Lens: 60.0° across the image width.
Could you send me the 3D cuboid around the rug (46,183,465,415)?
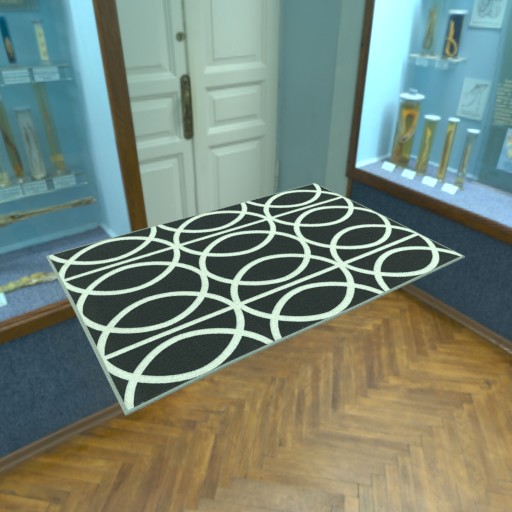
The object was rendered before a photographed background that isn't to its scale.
[{"bbox_3d":[0.000,0.000,2.898,2.290,0.014,1.526,-19,36,-28],"label":"rug"}]
